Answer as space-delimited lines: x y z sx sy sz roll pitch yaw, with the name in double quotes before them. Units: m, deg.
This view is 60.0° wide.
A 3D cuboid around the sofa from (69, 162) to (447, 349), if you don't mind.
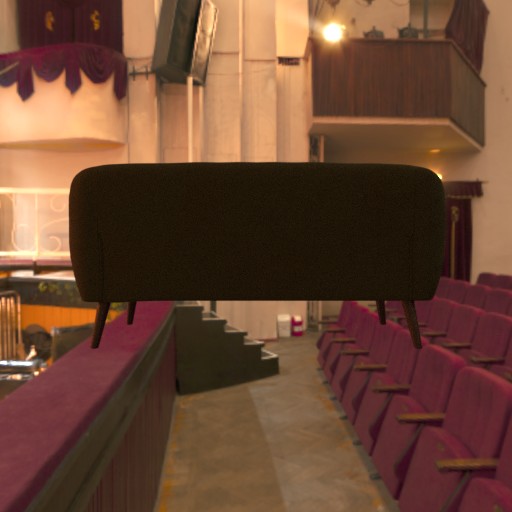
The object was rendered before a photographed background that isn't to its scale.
"sofa" 0.000 0.000 2.308 1.840 0.836 0.820 0 2 0
